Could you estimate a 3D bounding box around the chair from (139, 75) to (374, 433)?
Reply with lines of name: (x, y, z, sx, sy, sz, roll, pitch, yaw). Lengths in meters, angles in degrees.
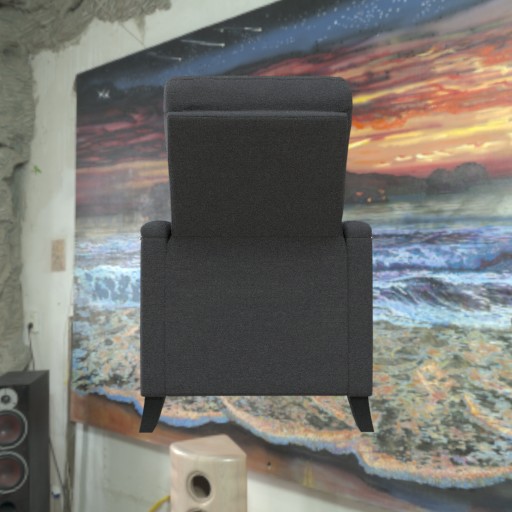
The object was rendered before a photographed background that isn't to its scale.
chair: (0.000, 0.000, 1.638, 0.710, 1.049, 0.922, 0, -1, 0)
